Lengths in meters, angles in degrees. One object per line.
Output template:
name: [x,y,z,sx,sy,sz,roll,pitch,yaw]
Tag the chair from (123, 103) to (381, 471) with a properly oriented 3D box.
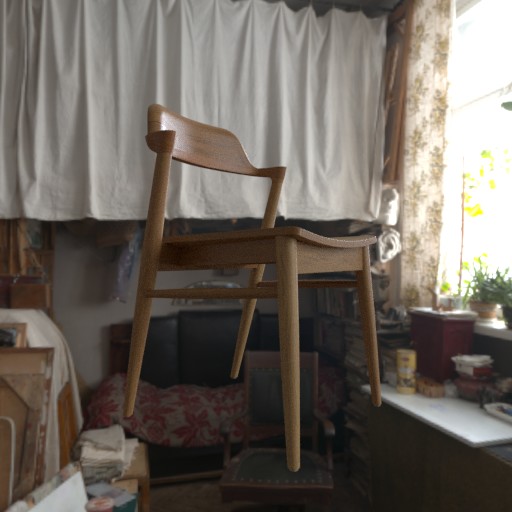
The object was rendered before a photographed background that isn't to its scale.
chair: [0.000,0.000,1.135,0.499,0.792,0.512,0,0,35]
